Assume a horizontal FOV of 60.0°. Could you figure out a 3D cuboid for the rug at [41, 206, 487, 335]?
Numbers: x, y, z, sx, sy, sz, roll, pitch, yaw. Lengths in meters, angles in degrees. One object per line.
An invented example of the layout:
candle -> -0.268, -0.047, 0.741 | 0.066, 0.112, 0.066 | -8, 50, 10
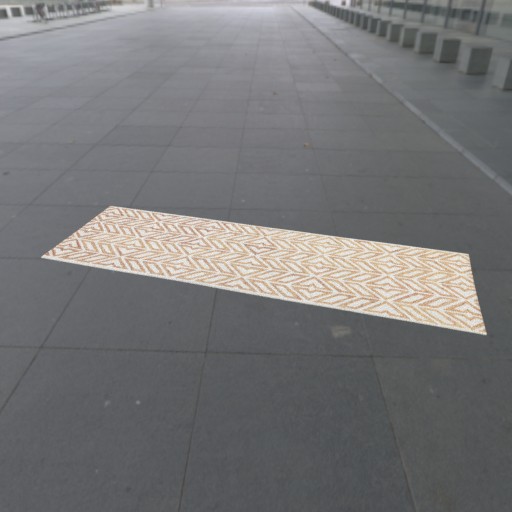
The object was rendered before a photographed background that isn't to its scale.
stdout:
rug -> 0.000, 0.000, 2.639 | 2.435, 0.009, 0.750 | 9, 32, 14
